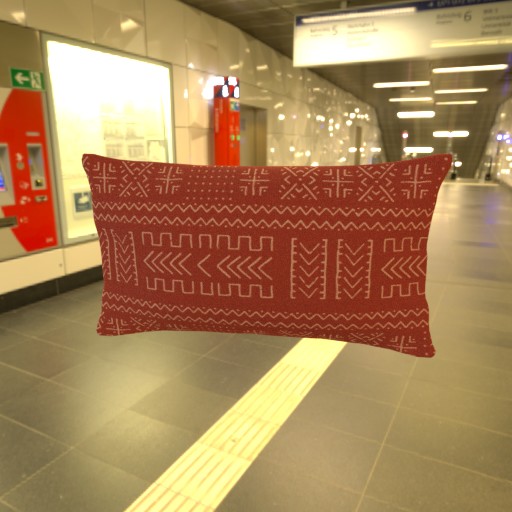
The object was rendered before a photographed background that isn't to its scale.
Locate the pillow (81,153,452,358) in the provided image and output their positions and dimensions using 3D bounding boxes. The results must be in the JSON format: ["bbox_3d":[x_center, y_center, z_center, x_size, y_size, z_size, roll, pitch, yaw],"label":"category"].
[{"bbox_3d":[0.000,0.000,0.782,0.640,0.352,0.130,2,14,8],"label":"pillow"}]
